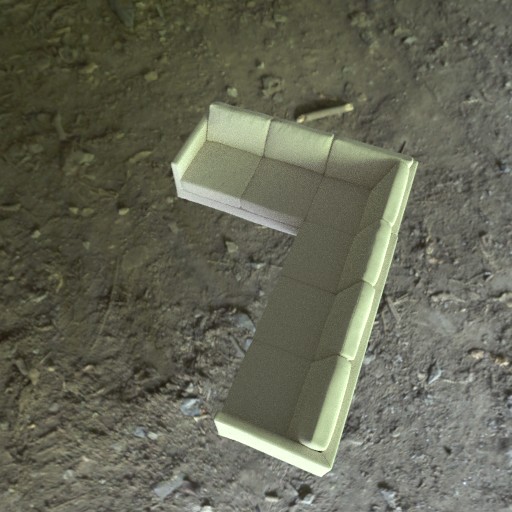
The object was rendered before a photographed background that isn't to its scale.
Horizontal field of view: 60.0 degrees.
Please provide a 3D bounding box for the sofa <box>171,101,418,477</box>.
[{"bbox_3d":[0.000,0.000,4.328,2.432,0.863,3.182,19,60,11],"label":"sofa"}]
